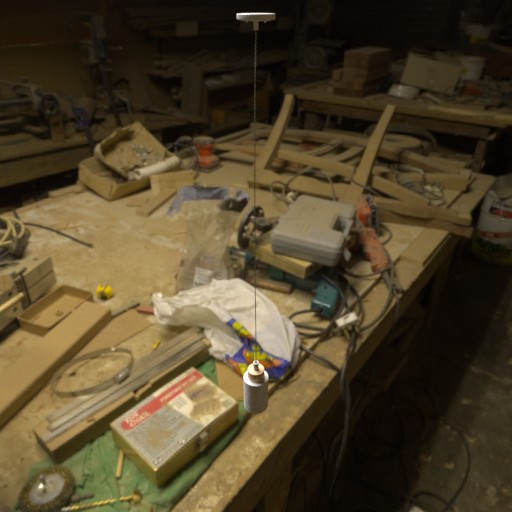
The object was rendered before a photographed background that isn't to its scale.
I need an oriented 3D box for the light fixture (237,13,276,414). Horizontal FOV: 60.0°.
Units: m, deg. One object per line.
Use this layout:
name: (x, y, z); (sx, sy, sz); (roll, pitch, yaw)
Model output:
light fixture: (0.000, 0.000, 1.873); (0.125, 1.798, 0.125); (22, 37, 33)
